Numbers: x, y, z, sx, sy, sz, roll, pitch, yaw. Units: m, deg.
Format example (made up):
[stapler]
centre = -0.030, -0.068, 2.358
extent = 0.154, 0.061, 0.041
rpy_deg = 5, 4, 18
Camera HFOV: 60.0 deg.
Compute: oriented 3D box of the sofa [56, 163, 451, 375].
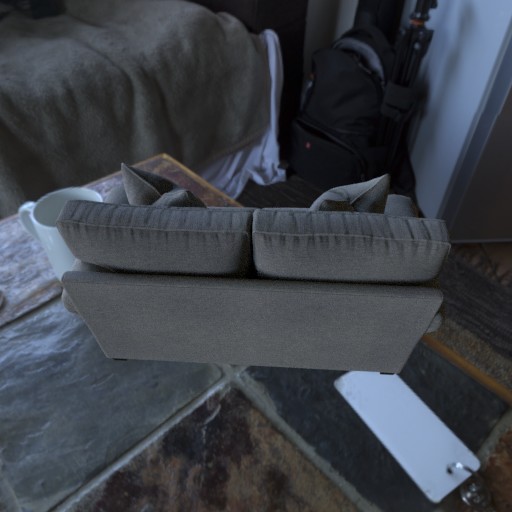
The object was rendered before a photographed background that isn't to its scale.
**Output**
[sofa]
centre = 0.000, 0.000, 2.287
extent = 1.701, 0.966, 0.966
rpy_deg = 2, 45, 2
